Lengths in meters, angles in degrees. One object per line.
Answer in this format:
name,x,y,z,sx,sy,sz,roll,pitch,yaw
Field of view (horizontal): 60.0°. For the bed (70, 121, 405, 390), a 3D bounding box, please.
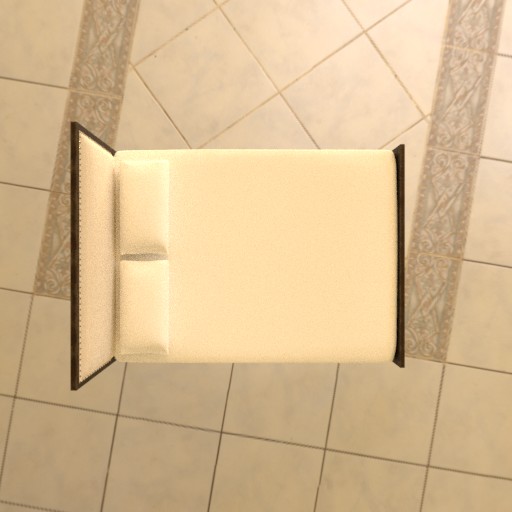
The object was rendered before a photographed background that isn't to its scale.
bed,0.000,0.000,3.305,2.221,1.313,1.607,0,90,0
